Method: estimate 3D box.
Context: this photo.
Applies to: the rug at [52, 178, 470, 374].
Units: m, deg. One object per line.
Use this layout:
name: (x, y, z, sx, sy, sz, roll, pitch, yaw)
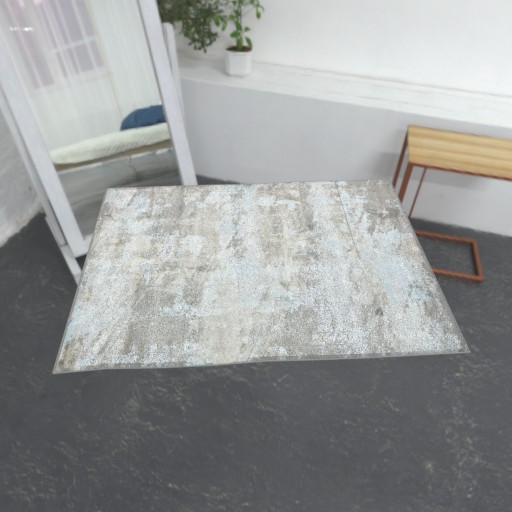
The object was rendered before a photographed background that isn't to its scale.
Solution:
rug: (0.000, 0.000, 4.334, 3.307, 0.013, 2.393, -2, 45, -2)
